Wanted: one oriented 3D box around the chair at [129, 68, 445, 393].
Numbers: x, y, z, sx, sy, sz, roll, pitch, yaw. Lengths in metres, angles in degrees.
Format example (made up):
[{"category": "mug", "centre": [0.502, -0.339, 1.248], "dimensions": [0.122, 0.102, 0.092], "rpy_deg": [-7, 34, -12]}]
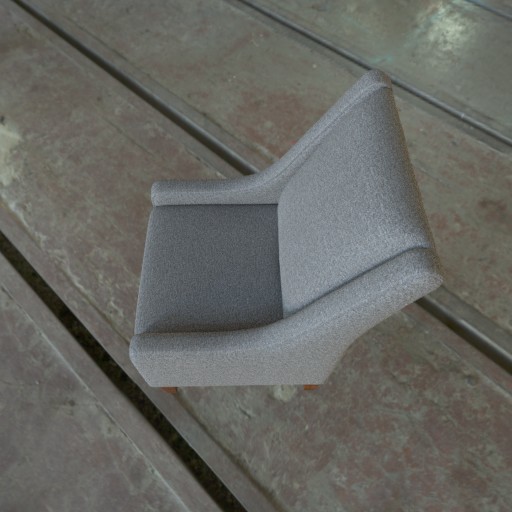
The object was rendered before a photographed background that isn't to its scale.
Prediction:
[{"category": "chair", "centre": [0.000, 0.000, 1.607], "dimensions": [0.870, 1.016, 0.774], "rpy_deg": [-1, 58, -1]}]
